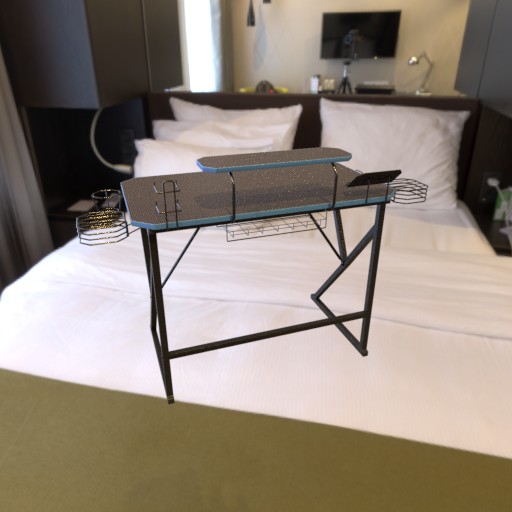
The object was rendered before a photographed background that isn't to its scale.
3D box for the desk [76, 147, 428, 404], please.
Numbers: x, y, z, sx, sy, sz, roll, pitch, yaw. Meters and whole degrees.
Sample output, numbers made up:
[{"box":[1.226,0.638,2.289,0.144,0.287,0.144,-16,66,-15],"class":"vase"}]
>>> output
[{"box":[0.000,0.000,1.832,1.295,0.909,0.594,-9,27,-17],"class":"desk"}]
